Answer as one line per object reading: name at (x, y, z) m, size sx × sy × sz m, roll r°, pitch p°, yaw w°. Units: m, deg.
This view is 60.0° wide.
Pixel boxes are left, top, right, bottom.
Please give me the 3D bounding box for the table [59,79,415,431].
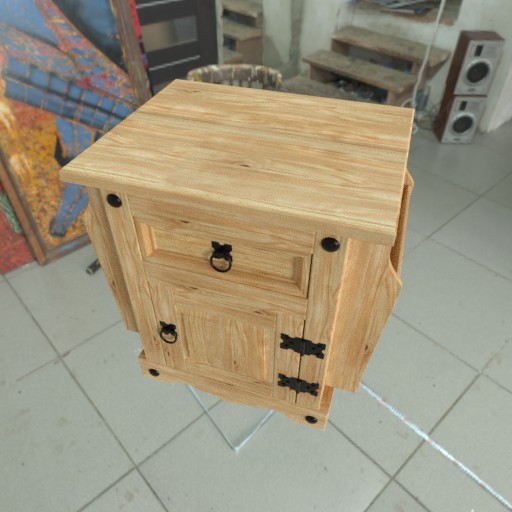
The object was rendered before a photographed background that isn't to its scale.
table at (0.000, 0.000, 0.880) m, size 0.530 × 0.515 × 0.380 m, roll 12°, pitch 43°, yaw 14°
